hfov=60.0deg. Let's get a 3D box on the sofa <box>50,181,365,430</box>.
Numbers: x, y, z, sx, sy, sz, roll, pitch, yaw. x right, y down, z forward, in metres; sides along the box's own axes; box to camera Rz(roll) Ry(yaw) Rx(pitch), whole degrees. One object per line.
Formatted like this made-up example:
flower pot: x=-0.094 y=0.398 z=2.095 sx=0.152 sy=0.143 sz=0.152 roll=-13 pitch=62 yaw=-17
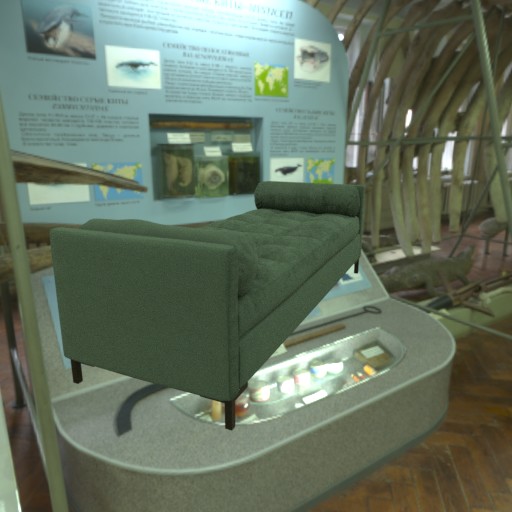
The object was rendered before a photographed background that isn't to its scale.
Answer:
sofa: x=0.000 y=0.000 z=2.511 sx=0.817 sy=0.681 sz=2.130 roll=7 pitch=17 yaw=24
